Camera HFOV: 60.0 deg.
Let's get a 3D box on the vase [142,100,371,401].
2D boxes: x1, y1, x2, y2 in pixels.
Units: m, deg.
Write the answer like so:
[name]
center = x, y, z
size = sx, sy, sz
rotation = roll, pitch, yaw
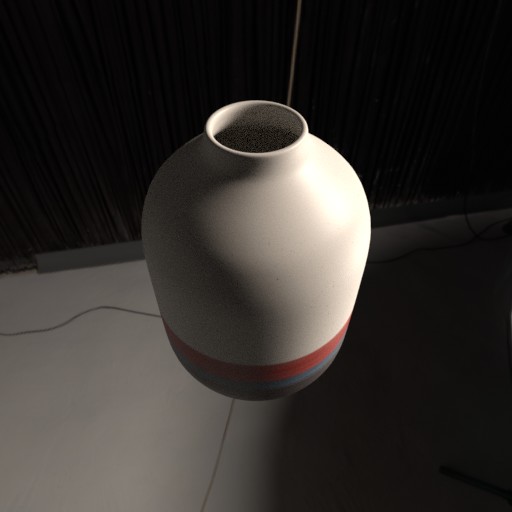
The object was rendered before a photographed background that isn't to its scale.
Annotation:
[vase]
center = 0.000, 0.000, 0.359
size = 0.169, 0.237, 0.169
rotation = 0, 48, 0
